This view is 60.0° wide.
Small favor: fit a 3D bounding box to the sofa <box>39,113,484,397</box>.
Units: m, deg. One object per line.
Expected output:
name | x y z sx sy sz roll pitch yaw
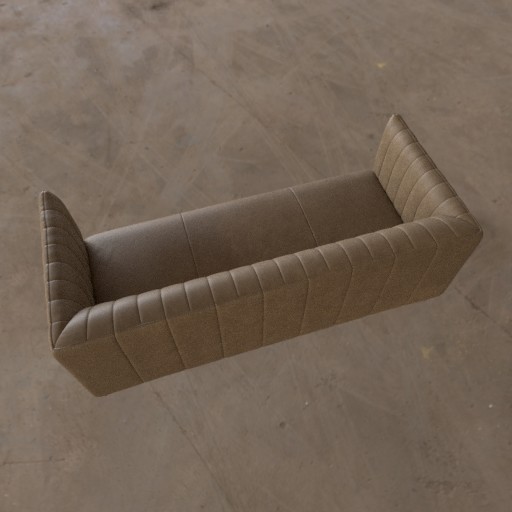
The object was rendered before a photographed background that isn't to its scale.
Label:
sofa | 0.000 0.000 2.362 1.980 0.779 0.876 -15 58 -9
